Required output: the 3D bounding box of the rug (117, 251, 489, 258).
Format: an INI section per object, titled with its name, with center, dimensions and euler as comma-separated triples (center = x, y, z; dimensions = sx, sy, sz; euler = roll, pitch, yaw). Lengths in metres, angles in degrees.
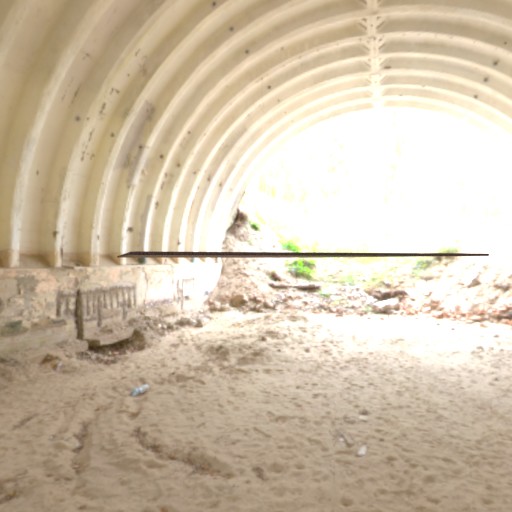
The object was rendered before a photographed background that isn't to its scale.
[rug]
center = 0.000, 0.000, 4.126
dimensions = 2.411, 0.020, 3.032
euler = 0, 0, -19
